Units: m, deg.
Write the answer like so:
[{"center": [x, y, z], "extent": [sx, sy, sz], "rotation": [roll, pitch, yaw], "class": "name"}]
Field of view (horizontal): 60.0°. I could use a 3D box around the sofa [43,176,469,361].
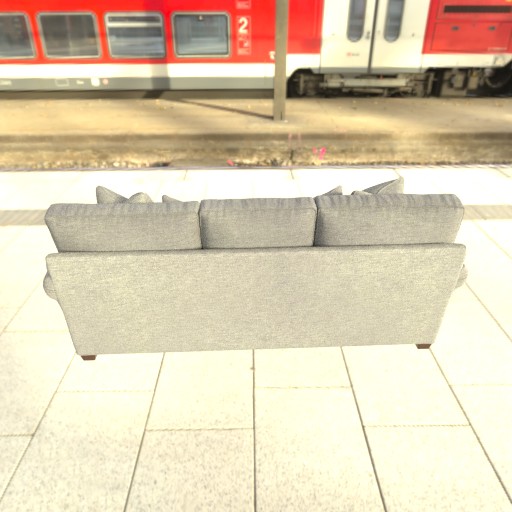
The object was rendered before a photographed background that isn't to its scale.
[{"center": [0.000, 0.000, 2.779], "extent": [2.312, 0.975, 0.965], "rotation": [-1, 30, -2], "class": "sofa"}]
